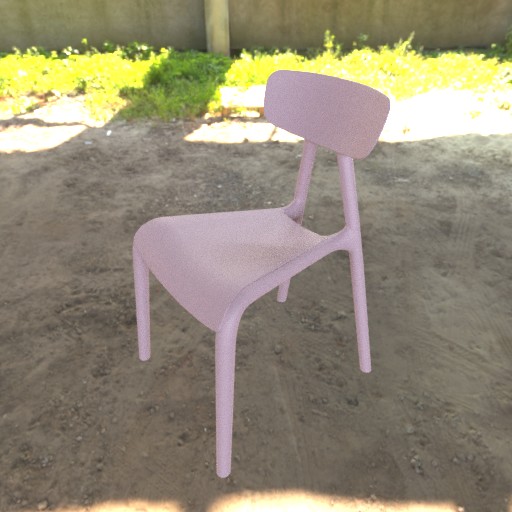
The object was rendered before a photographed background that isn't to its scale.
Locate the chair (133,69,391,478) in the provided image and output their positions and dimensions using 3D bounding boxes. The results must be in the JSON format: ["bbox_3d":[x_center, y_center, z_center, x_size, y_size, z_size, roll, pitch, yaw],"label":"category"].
[{"bbox_3d":[0.000,0.000,0.819,0.401,0.580,0.356,-21,39,-29],"label":"chair"}]
